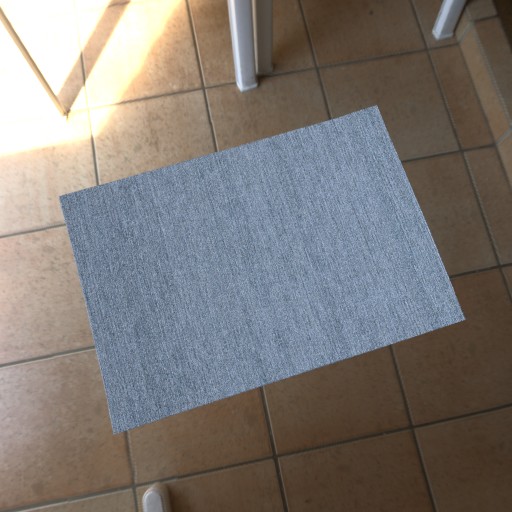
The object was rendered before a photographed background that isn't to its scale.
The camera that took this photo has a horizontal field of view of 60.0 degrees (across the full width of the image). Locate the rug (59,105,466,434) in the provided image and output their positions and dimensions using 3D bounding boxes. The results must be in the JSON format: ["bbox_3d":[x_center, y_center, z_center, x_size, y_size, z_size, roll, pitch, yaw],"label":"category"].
[{"bbox_3d":[0.000,0.000,2.942,2.338,0.030,1.616,-17,77,-4],"label":"rug"}]
